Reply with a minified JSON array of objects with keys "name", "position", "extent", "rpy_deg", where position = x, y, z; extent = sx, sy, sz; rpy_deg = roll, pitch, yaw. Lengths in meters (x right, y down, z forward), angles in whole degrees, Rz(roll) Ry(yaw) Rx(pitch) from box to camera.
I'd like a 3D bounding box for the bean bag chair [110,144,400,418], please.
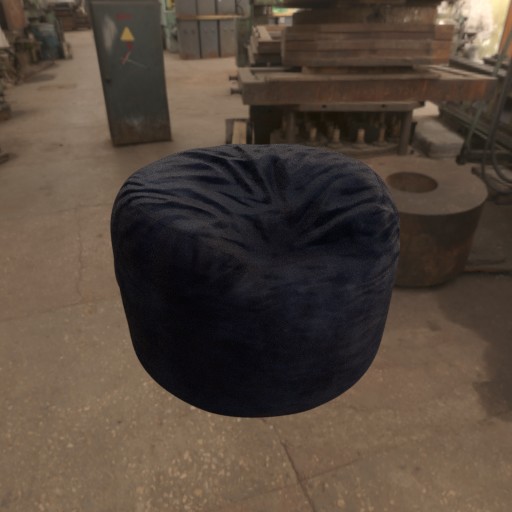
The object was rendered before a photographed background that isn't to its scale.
[{"name":"bean bag chair","position":[0.000,0.000,1.507],"extent":[0.918,0.616,0.918],"rpy_deg":[0,30,0]}]
